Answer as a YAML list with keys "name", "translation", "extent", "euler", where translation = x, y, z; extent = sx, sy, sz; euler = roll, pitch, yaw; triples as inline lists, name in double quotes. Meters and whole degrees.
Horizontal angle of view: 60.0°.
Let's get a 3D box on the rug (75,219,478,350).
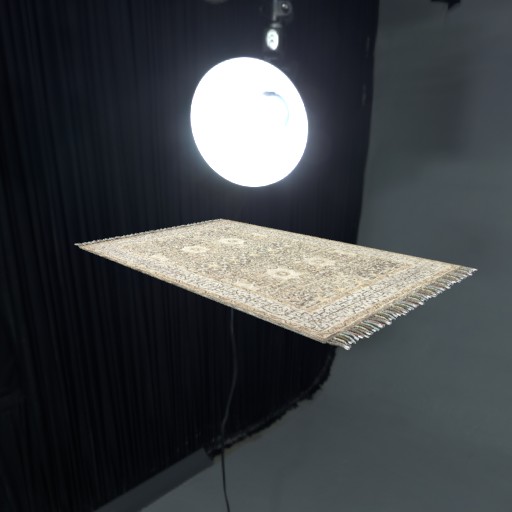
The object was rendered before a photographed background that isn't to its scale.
- name: "rug"
  translation: [0.000, 0.000, 2.544]
  extent: [2.029, 0.010, 1.237]
  euler: [15, 21, 42]
